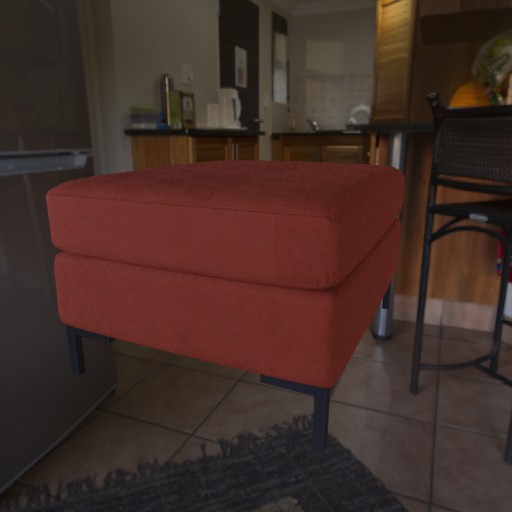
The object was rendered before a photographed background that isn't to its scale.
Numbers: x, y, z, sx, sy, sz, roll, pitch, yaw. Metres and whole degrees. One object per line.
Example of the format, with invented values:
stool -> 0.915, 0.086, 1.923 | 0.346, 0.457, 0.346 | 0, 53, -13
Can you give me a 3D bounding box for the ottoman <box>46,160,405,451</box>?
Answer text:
ottoman -> 0.000, 0.000, 1.172 | 0.650, 0.462, 0.782 | 7, 18, 24
